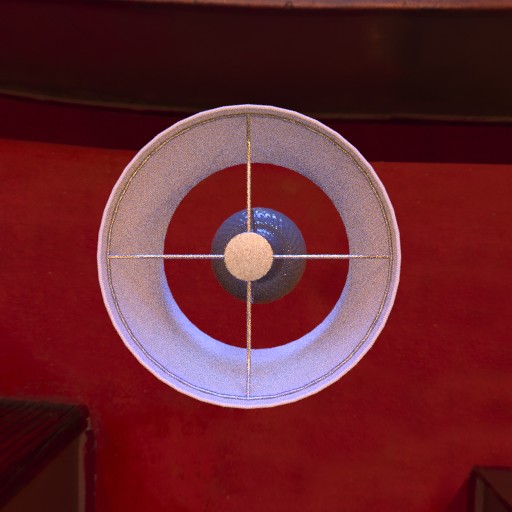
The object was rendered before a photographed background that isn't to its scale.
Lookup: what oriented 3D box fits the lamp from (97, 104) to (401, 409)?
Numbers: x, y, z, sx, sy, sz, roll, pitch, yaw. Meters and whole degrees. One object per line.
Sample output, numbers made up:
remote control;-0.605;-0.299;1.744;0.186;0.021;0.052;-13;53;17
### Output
lamp;0.000;0.000;0.483;0.207;0.366;0.207;0;90;2
